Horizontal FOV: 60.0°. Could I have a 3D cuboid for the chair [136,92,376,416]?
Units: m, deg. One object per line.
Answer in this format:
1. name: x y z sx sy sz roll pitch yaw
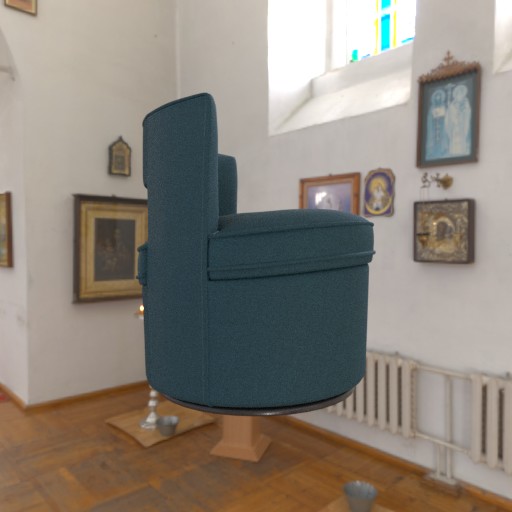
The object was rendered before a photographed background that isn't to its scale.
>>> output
1. chair: 0.000 0.000 1.263 0.660 0.711 0.684 0 0 2
